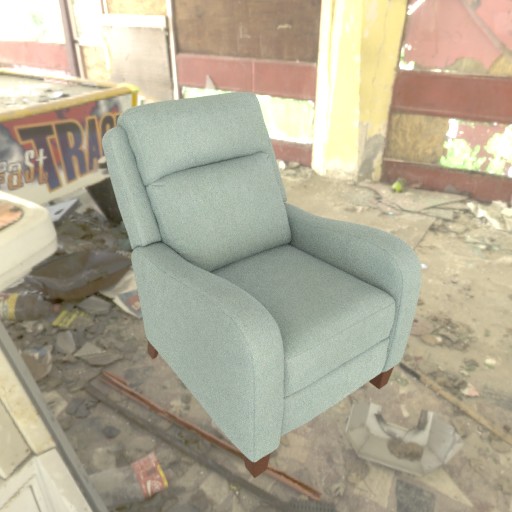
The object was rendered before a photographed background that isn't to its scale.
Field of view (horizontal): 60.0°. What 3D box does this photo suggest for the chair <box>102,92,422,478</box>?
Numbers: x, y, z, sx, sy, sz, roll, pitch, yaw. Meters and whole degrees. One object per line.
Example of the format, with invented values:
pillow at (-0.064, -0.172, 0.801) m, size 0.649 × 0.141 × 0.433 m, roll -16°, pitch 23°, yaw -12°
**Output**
chair at (0.000, 0.000, 1.707) m, size 0.785 × 1.067 × 0.988 m, roll -21°, pitch 36°, yaw -32°
